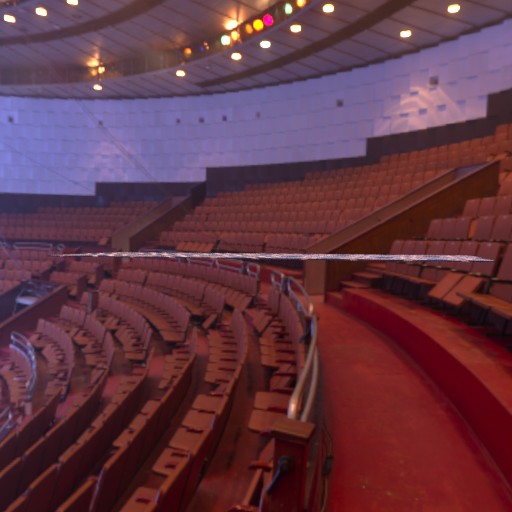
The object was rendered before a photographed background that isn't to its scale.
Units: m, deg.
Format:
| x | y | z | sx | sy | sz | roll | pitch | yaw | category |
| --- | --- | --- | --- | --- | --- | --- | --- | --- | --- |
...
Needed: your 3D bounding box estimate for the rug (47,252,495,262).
| x | y | z | sx | sy | sz | roll | pitch | yaw | category |
| --- | --- | --- | --- | --- | --- | --- | --- | --- | --- |
| 0.000 | 0.000 | 2.504 | 2.296 | 0.006 | 0.685 | 1 | 2 | 18 | rug |
